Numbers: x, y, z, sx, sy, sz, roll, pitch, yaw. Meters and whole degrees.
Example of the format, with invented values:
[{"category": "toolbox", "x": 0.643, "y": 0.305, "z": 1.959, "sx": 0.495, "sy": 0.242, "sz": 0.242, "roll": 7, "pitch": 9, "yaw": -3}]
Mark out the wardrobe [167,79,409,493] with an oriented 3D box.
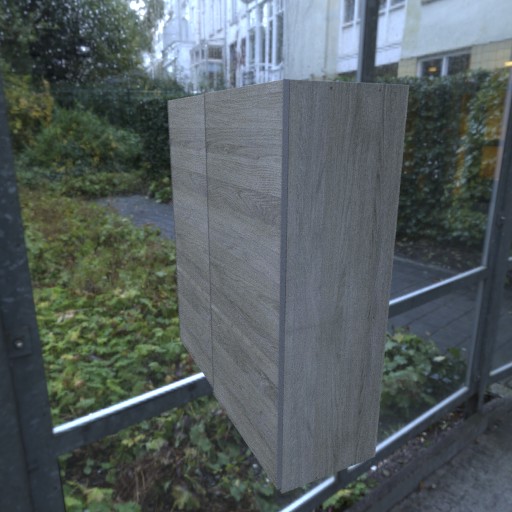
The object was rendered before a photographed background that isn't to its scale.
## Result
[{"category": "wardrobe", "x": 0.000, "y": 0.000, "z": 2.849, "sx": 0.629, "sy": 1.960, "sz": 1.780, "roll": -8, "pitch": 18, "yaw": -25}]
